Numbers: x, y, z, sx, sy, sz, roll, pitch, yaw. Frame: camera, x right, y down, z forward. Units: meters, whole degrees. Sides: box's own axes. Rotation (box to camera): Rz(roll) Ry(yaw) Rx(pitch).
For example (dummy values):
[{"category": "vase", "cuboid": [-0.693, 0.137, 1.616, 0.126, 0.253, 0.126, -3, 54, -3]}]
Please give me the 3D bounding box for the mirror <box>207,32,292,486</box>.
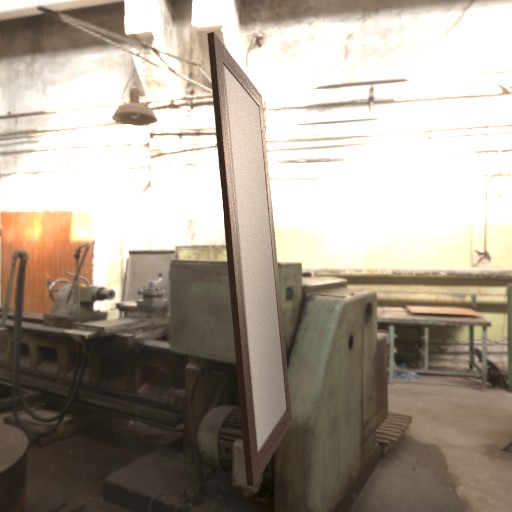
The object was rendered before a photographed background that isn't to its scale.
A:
[{"category": "mirror", "cuboid": [0.000, 0.000, 2.360, 0.221, 2.020, 0.812, 0, -1, 16]}]
